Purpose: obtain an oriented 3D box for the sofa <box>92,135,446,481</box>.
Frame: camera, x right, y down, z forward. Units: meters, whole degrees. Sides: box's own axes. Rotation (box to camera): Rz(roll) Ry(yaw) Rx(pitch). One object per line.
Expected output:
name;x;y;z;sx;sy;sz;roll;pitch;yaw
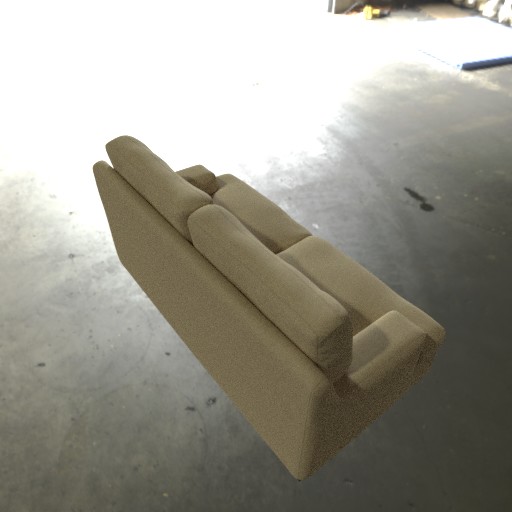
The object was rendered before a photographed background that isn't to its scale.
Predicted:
sofa;0.000;0.000;2.412;0.962;0.967;1.885;-27;49;-27
